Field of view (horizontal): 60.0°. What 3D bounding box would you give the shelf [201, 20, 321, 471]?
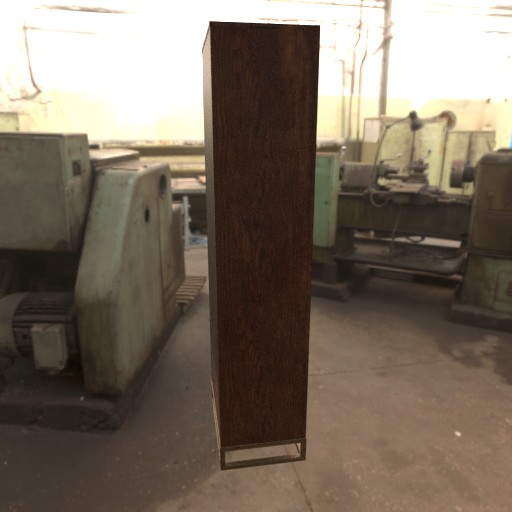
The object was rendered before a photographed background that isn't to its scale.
[{"bbox_3d":[0.000,0.000,1.937,0.395,1.732,0.539,-3,16,-9],"label":"shelf"}]
